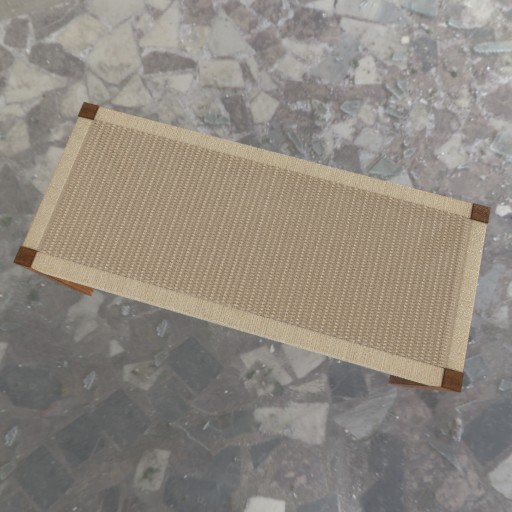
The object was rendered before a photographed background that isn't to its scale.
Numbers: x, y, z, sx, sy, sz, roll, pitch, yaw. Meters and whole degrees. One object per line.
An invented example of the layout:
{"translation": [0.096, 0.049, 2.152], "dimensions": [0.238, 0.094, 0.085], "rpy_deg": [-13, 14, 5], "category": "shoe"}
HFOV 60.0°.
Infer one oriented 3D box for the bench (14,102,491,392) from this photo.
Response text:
{"translation": [0.000, 0.000, 1.418], "dimensions": [1.198, 0.457, 0.507], "rpy_deg": [16, 76, 4], "category": "bench"}
